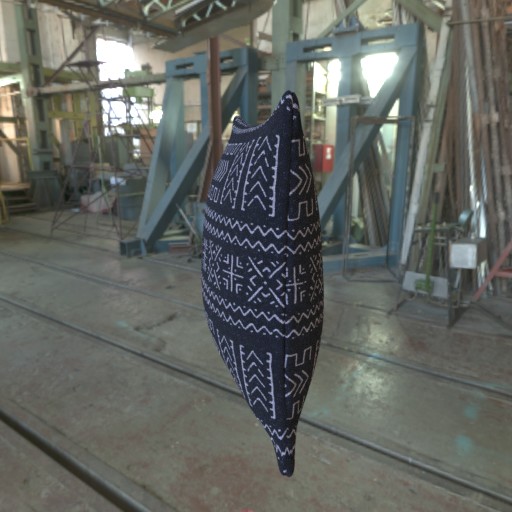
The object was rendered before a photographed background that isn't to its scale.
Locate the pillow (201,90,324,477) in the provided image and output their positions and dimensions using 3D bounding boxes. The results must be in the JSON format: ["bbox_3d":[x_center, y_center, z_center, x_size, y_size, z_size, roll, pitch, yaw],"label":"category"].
[{"bbox_3d":[0.000,0.000,0.665,0.164,0.430,0.438,-2,14,-9],"label":"pillow"}]
